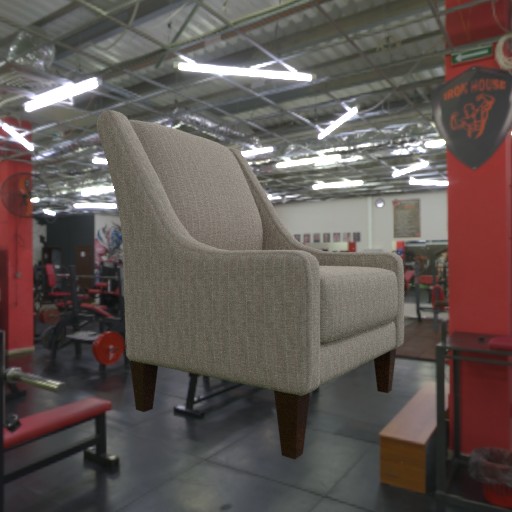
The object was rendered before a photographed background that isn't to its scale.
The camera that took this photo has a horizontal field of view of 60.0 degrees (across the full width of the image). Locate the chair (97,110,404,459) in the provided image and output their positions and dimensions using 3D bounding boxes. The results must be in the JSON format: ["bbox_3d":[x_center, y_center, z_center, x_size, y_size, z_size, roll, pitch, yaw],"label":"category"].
[{"bbox_3d":[0.000,0.000,1.606,0.870,1.014,0.774,0,0,36],"label":"chair"}]
